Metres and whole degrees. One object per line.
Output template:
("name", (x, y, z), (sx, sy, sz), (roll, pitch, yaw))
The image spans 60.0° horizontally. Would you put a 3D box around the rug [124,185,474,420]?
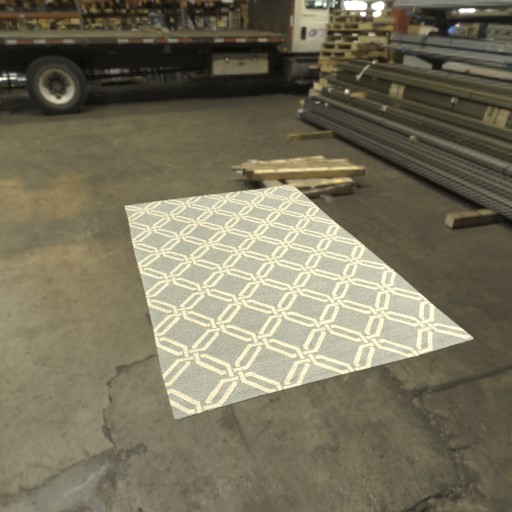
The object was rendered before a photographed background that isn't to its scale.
("rug", (0.000, 0.000, 2.224), (1.148, 0.010, 1.754), (-10, 31, -17))
